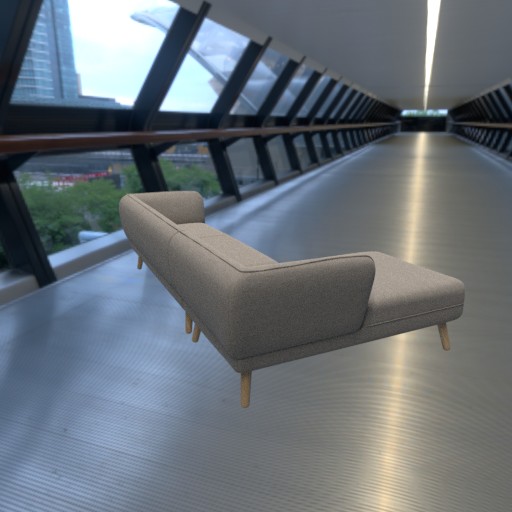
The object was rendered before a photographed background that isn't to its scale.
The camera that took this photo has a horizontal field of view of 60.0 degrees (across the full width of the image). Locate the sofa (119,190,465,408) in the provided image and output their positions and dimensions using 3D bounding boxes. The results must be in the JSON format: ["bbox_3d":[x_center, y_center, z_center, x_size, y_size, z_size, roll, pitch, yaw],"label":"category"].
[{"bbox_3d":[0.000,0.000,3.287,1.532,0.693,2.653,-7,17,-25],"label":"sofa"}]
